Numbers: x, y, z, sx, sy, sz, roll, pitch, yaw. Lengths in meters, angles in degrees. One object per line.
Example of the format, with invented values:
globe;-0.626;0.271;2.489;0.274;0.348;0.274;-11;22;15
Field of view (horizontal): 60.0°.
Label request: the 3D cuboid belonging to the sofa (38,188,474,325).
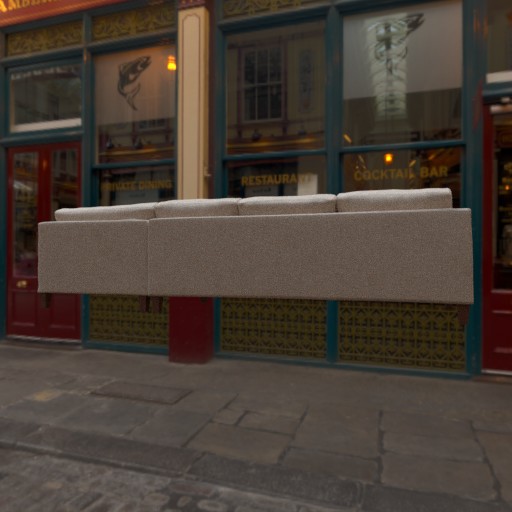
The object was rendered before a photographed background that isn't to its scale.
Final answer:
sofa;0.000;0.000;3.829;3.186;0.846;1.625;0;-1;18
